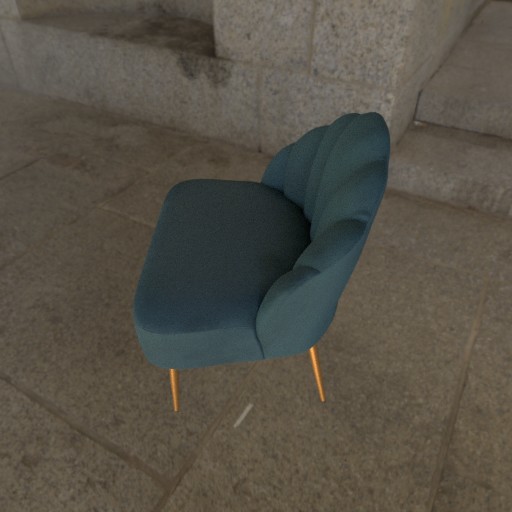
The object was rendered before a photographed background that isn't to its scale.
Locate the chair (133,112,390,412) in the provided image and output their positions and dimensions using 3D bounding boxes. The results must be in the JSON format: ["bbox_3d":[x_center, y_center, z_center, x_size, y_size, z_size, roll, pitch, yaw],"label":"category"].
[{"bbox_3d":[0.000,0.000,1.269,0.599,0.819,0.657,1,40,1],"label":"chair"}]
